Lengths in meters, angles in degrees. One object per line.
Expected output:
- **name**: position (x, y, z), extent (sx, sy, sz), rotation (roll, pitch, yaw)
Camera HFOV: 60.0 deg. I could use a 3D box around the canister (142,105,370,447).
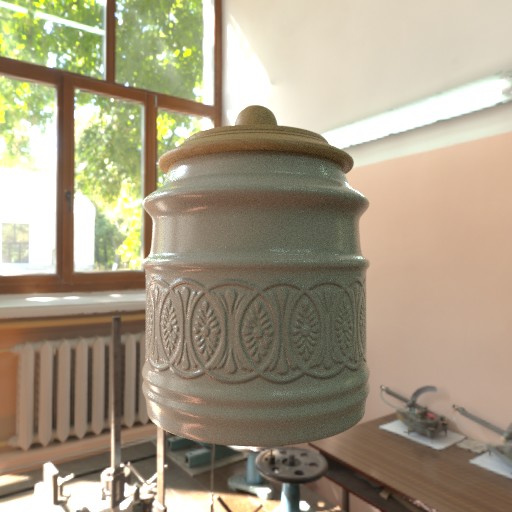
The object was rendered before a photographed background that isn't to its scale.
- **canister**: position (0.000, 0.000, 0.261), extent (0.130, 0.176, 0.130), rotation (0, -1, 0)
